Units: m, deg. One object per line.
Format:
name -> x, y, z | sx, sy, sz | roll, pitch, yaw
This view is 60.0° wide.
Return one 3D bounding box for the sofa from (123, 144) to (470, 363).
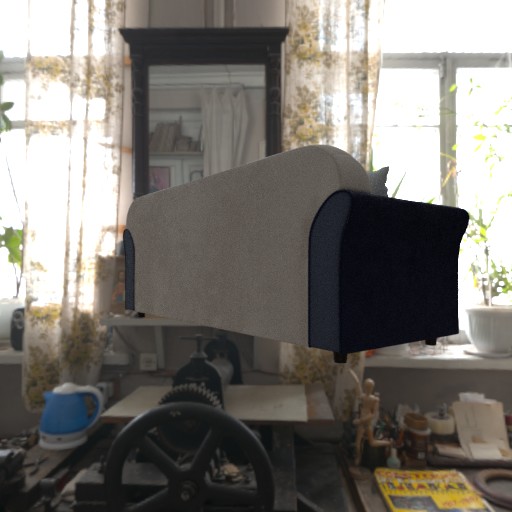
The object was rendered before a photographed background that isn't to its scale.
sofa -> 0.000, 0.000, 2.437 | 0.749, 0.789, 2.006 | 1, -2, -37
